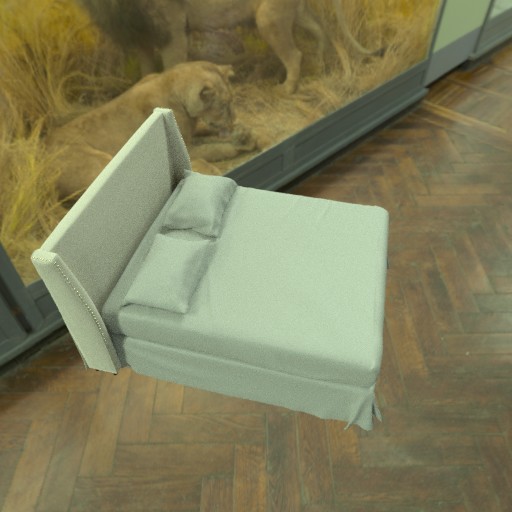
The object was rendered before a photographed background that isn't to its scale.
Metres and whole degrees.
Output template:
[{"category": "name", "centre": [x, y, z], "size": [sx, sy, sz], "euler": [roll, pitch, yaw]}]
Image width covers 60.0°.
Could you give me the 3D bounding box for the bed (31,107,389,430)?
[{"category": "bed", "centre": [0.000, 0.000, 3.491], "size": [2.276, 1.332, 1.925], "euler": [10, 47, 10]}]
